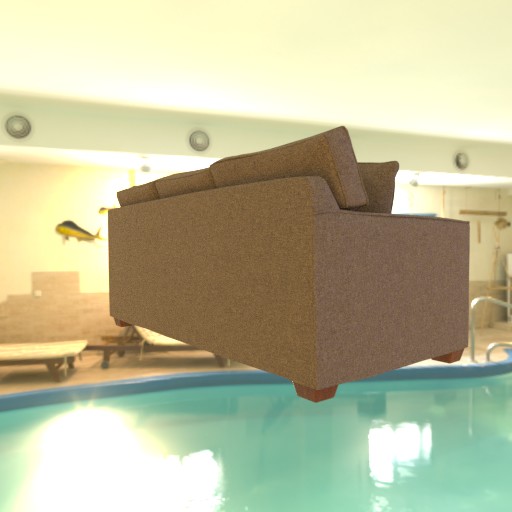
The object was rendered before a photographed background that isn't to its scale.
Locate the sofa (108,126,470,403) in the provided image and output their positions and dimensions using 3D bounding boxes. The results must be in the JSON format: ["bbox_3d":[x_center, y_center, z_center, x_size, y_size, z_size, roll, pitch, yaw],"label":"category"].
[{"bbox_3d":[0.000,0.000,2.498,1.034,0.946,1.963,-1,1,-37],"label":"sofa"}]
